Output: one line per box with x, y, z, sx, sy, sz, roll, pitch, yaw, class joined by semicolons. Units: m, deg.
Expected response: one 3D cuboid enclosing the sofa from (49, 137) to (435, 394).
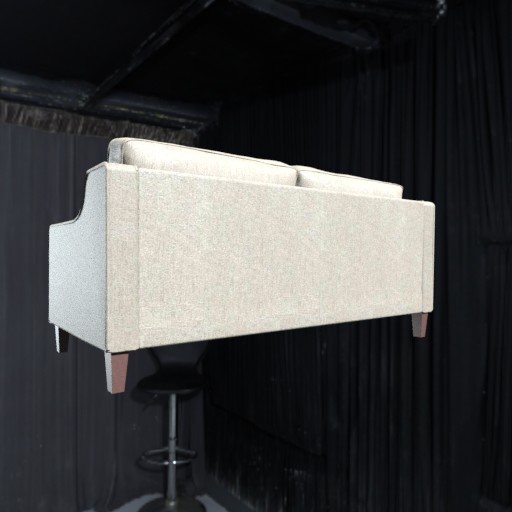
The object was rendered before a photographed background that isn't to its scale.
0.000;0.000;2.742;2.181;1.074;1.073;0;0;-36;sofa
